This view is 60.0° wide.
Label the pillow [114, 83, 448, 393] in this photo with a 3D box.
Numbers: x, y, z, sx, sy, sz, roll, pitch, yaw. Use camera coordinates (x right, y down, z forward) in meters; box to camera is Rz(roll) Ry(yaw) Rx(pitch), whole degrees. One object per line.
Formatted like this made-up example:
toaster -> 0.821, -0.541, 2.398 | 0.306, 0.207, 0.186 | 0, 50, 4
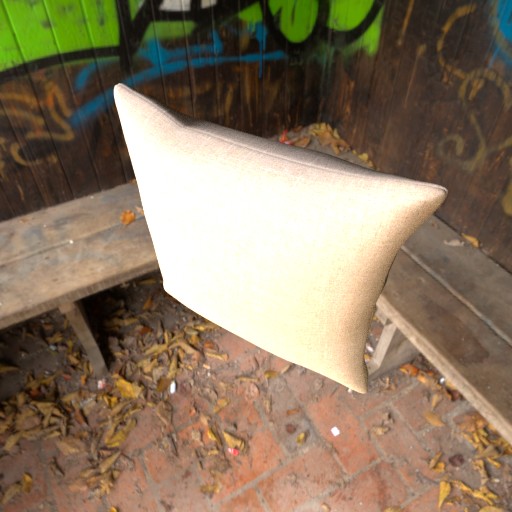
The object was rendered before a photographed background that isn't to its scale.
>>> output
pillow -> 0.000, 0.000, 0.623 | 0.414, 0.399, 0.173 | 24, 50, 21
